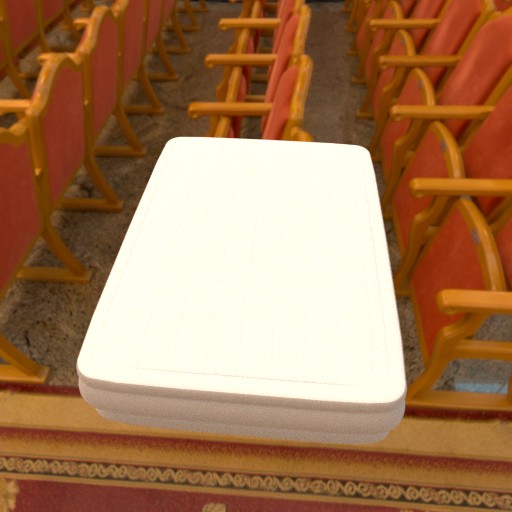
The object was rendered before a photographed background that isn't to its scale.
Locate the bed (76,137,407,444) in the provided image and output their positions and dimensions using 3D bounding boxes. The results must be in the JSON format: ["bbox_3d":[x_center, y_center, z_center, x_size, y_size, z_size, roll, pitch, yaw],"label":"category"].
[{"bbox_3d":[0.000,0.000,2.655,1.520,0.460,2.036,4,47,3],"label":"bed"}]
